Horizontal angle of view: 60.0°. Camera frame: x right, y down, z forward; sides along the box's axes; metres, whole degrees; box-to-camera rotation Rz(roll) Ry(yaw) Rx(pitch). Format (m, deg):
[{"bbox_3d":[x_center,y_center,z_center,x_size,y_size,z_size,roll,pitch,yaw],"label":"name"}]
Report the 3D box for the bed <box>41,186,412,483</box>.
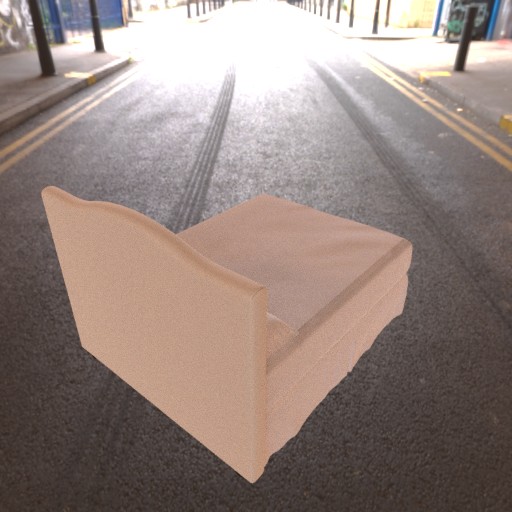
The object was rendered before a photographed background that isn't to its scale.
[{"bbox_3d":[0.000,0.000,3.302,1.753,1.460,2.143,23,38,33],"label":"bed"}]
